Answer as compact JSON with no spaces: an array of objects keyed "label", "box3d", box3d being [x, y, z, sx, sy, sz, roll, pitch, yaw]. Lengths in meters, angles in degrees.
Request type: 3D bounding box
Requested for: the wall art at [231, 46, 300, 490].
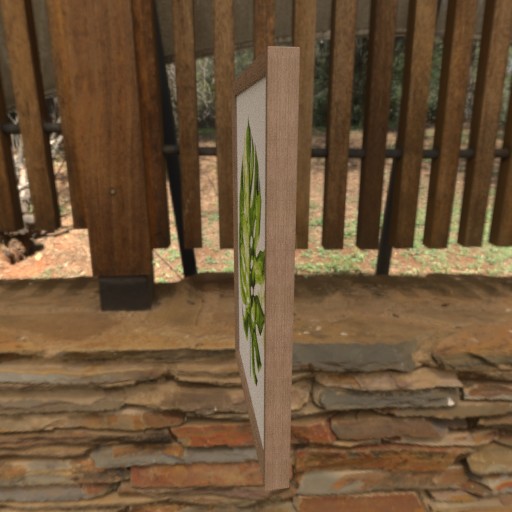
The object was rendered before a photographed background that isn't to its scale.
[{"label":"wall art","box3d":[0.000,0.000,0.655,0.031,0.509,0.356,-2,16,-8]}]
